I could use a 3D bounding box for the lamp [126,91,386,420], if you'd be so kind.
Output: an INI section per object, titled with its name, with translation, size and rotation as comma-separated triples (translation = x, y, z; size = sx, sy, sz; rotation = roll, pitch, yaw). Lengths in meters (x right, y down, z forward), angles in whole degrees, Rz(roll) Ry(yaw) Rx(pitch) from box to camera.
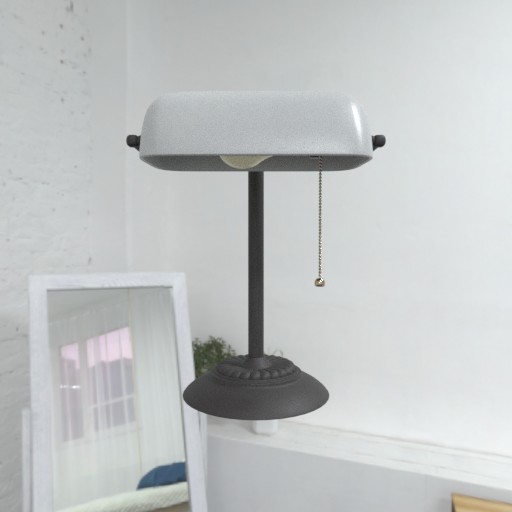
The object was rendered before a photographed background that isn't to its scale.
[lamp]
translation = 0.000, 0.000, 0.513
size = 0.264, 0.339, 0.243
rotation = 0, 1, 0
